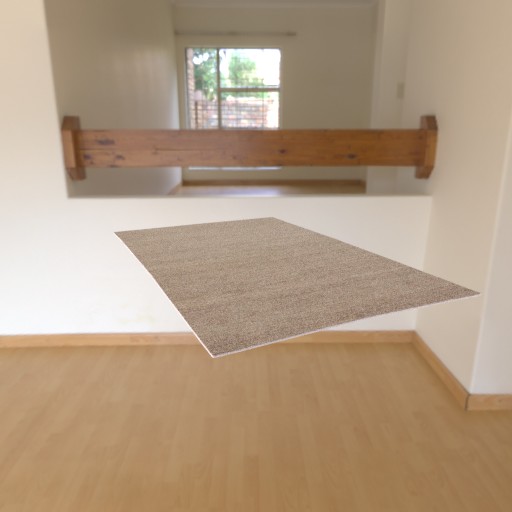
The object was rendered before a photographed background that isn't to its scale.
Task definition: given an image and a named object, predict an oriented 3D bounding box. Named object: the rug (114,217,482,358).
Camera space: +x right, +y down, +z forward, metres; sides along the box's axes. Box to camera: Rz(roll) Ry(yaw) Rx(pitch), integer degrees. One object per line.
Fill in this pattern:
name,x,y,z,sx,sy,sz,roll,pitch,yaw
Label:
rug,0.000,0.000,2.300,1.154,0.021,1.792,-8,18,-25
